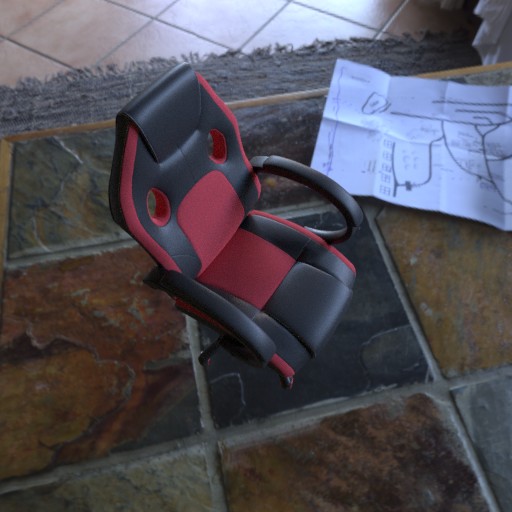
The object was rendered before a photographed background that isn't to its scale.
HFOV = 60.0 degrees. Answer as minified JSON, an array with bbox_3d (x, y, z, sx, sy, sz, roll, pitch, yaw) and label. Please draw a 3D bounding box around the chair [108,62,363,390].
[{"bbox_3d":[0.000,0.000,1.599,0.724,1.187,0.673,29,63,17],"label":"chair"}]
